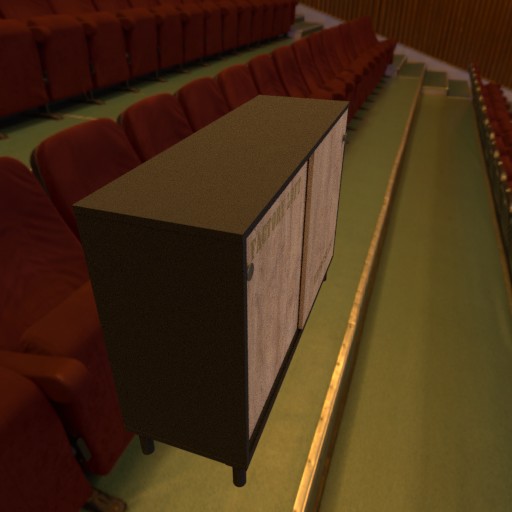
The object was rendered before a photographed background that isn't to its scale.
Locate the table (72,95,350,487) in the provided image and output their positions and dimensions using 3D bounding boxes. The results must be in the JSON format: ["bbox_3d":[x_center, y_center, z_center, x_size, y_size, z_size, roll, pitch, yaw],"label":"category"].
[{"bbox_3d":[0.000,0.000,1.588,0.400,0.855,1.200,11,33,17],"label":"table"}]
